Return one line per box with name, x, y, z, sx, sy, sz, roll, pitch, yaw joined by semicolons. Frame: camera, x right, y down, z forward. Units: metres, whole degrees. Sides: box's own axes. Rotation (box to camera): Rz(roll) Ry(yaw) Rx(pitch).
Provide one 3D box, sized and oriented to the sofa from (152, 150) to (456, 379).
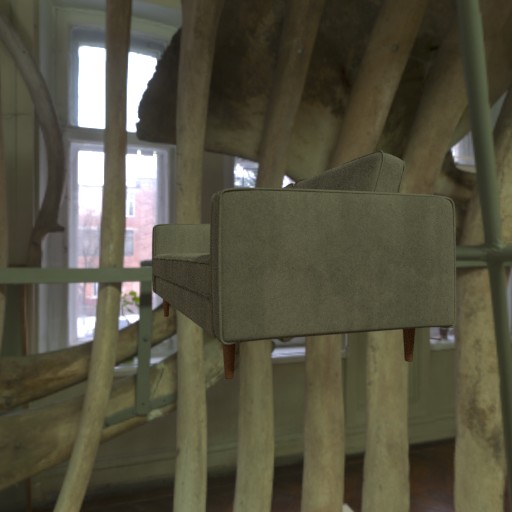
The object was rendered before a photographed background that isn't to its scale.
sofa;0.000;0.000;2.372;0.924;0.825;1.920;0;0;-19
